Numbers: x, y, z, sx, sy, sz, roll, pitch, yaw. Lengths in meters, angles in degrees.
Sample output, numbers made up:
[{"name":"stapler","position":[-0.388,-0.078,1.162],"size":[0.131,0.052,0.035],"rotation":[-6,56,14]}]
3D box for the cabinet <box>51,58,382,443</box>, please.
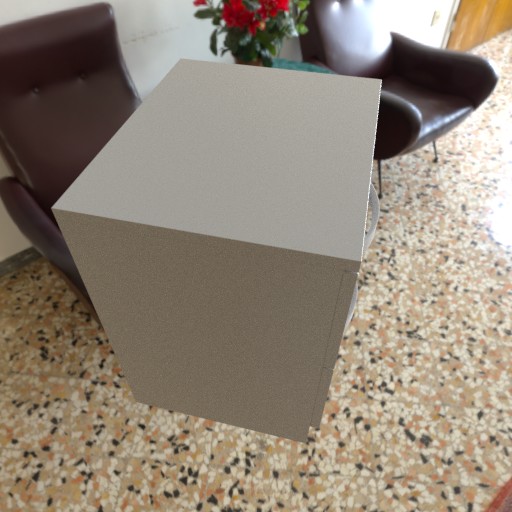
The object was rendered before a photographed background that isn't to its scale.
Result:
[{"name":"cabinet","position":[0.000,0.000,0.755],"size":[0.360,0.470,0.400],"rotation":[10,47,9]}]
